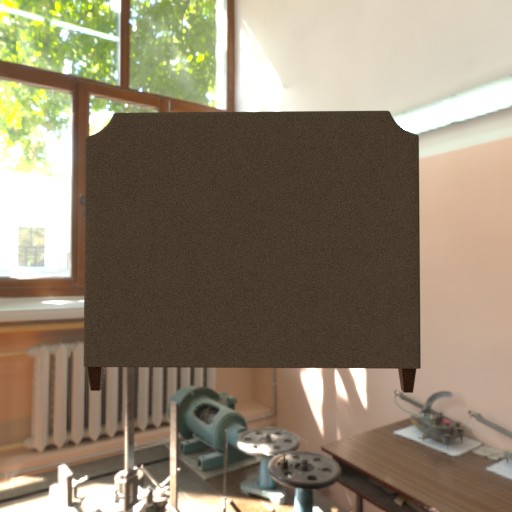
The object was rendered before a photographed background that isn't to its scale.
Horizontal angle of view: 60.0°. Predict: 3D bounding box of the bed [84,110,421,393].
[{"bbox_3d":[0.000,0.000,3.380,1.703,1.415,2.329,0,-1,1],"label":"bed"}]
